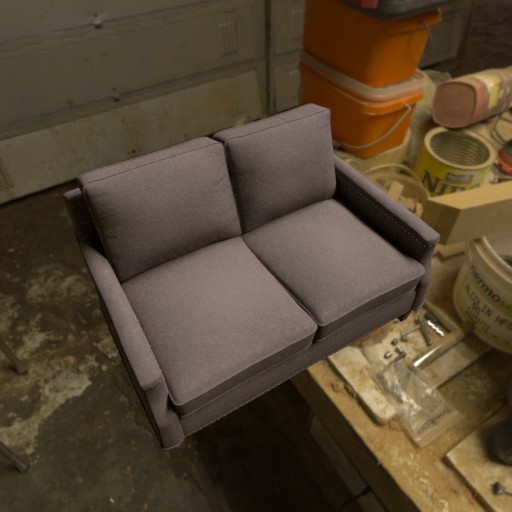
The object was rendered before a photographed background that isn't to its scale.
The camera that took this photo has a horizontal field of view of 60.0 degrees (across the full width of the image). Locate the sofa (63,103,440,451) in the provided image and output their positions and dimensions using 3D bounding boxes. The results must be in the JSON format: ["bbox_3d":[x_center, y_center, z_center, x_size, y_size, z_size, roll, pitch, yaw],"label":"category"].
[{"bbox_3d":[0.000,0.000,2.293,1.597,1.003,1.084,-23,51,-21],"label":"sofa"}]
